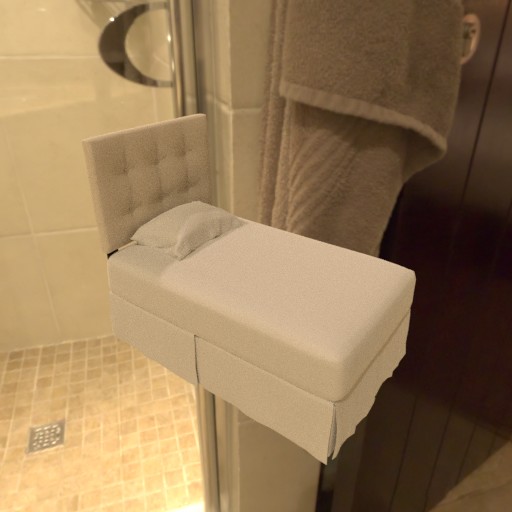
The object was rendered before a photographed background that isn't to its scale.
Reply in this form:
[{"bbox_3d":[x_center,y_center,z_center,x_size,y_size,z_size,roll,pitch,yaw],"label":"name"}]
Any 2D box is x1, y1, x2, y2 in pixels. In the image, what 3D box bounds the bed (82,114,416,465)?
[{"bbox_3d":[0.000,0.000,3.100,1.997,1.571,1.261,19,33,31],"label":"bed"}]
